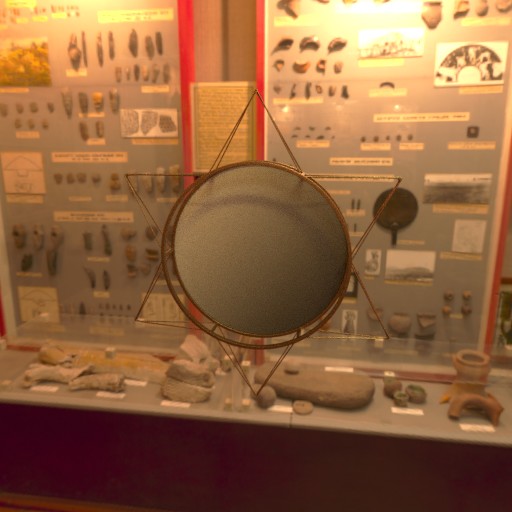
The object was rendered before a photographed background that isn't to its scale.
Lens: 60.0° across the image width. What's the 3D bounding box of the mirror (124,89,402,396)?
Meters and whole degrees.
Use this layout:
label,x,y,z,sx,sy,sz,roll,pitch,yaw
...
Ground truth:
label,x,y,z,sx,sy,sz,roll,pitch,yaw
mirror,0.000,0.000,0.821,0.498,0.581,0.062,2,14,10
